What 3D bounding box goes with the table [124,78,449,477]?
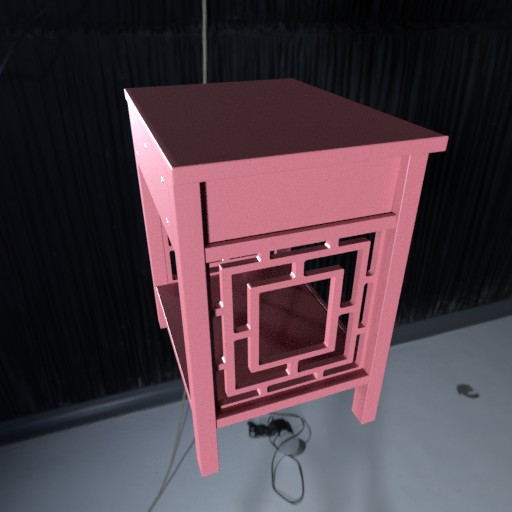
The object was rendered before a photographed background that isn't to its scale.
[{"bbox_3d":[0.000,0.000,1.055,0.451,0.686,0.599,-11,32,-17],"label":"table"}]
